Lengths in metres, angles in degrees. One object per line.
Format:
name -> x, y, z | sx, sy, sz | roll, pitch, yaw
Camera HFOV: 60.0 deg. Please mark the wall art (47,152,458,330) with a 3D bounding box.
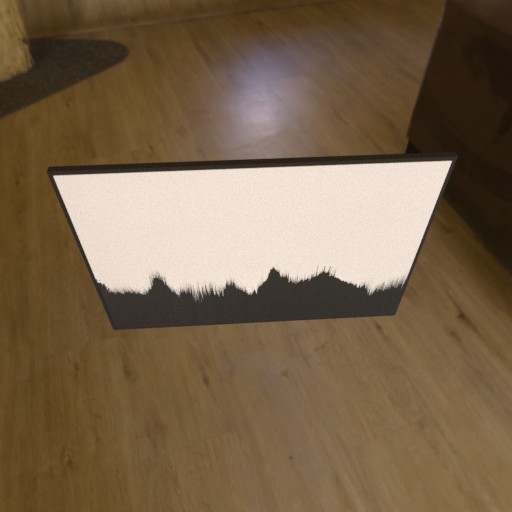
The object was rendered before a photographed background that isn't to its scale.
wall art -> 0.000, 0.000, 1.582 | 1.190, 0.805, 0.028 | -3, 47, -2
